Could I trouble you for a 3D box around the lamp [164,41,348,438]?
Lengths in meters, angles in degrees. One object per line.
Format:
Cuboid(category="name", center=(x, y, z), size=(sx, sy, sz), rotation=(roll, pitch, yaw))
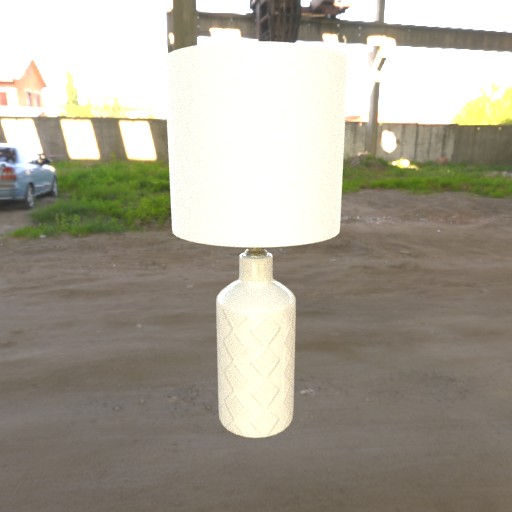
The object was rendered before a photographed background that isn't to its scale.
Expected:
Cuboid(category="lamp", center=(0.000, 0.000, 0.565), size=(0.207, 0.461, 0.207), rotation=(-14, 20, -43))
